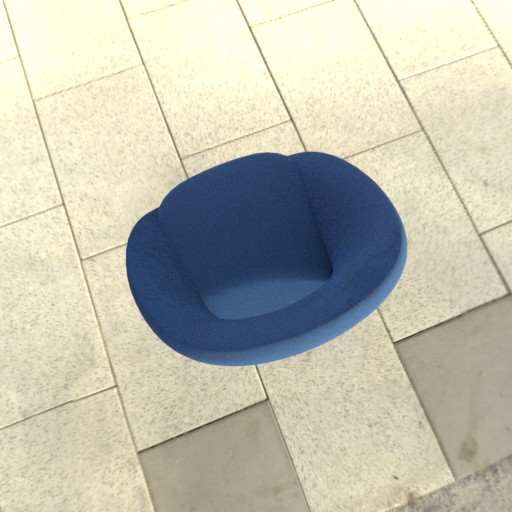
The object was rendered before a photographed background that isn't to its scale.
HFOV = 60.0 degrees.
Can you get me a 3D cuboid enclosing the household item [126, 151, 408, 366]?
[{"bbox_3d":[0.000,0.000,1.238,0.623,0.852,0.573,-23,77,-5],"label":"household item"}]
